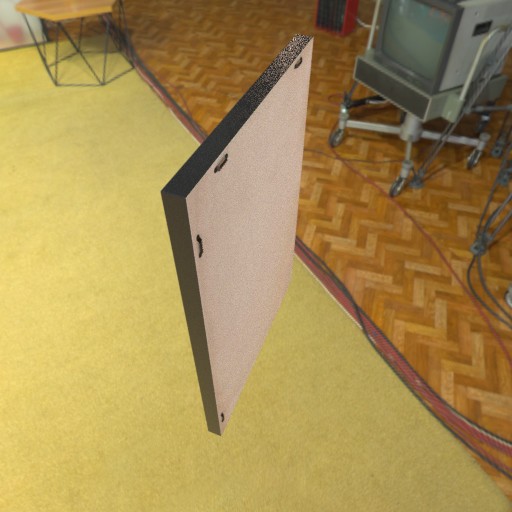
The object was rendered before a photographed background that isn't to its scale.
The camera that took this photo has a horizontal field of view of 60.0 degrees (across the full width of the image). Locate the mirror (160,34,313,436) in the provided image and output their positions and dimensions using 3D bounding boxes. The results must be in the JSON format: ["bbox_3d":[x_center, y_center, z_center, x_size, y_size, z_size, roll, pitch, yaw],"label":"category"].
[{"bbox_3d":[0.000,0.000,0.932,0.039,0.710,0.507,16,49,15],"label":"mirror"}]
